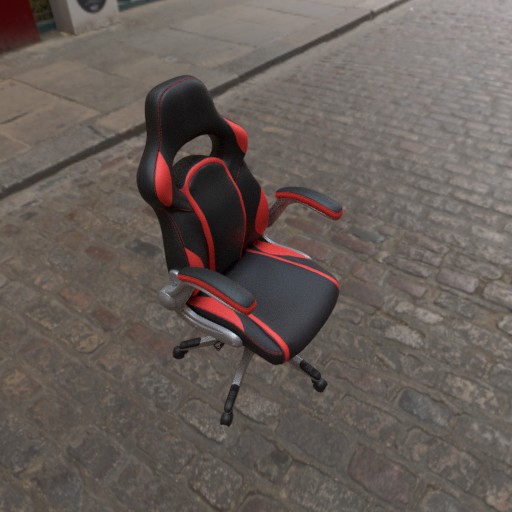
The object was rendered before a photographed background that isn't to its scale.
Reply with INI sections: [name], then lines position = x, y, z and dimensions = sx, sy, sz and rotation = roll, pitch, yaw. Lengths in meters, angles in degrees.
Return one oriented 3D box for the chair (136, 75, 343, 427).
[chair]
position = 0.000, 0.000, 1.642
dimensions = 0.712, 1.165, 0.758
rotation = 24, 47, 25
